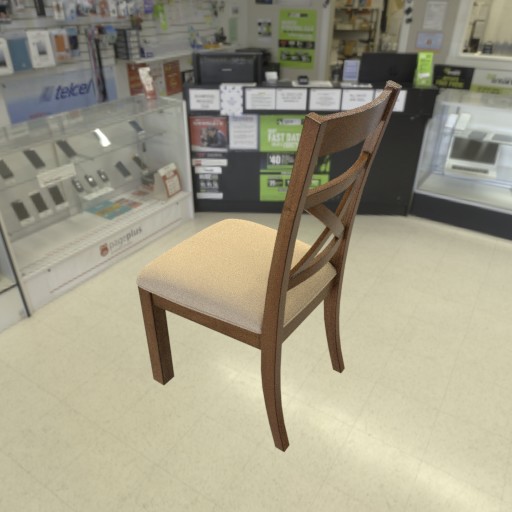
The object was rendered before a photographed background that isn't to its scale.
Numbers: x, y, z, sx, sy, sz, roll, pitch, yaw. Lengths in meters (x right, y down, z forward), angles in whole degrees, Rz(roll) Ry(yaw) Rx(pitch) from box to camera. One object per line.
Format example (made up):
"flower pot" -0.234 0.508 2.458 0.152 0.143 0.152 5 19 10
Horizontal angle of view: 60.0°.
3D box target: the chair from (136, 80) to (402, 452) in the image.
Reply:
"chair" 0.000 0.000 1.279 0.581 0.949 0.461 20 37 29
